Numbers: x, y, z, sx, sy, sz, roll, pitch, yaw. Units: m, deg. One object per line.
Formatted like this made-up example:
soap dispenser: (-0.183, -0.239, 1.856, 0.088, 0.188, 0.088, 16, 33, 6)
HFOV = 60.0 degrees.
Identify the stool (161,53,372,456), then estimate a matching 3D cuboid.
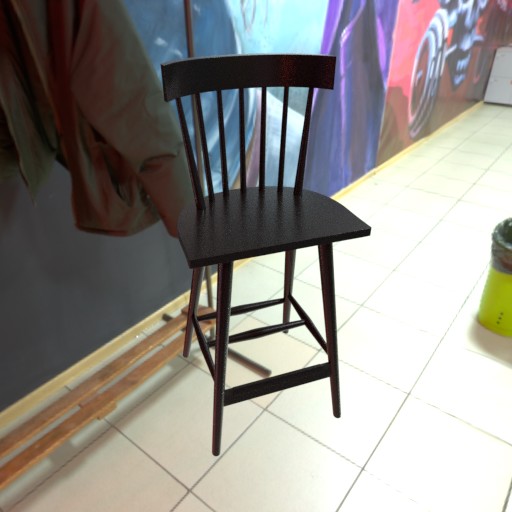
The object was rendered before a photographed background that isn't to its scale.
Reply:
stool: (0.000, 0.000, 1.344, 0.482, 1.092, 0.483, -10, 33, -17)
